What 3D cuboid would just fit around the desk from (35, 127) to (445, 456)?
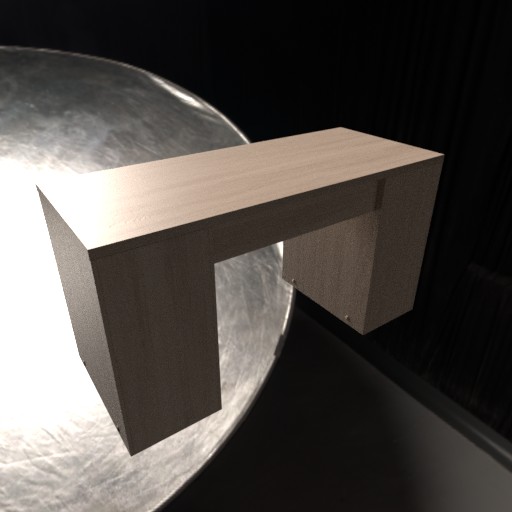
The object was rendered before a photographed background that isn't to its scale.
[{"bbox_3d":[0.000,0.000,1.781,1.390,0.740,0.600,-19,34,-30],"label":"desk"}]
